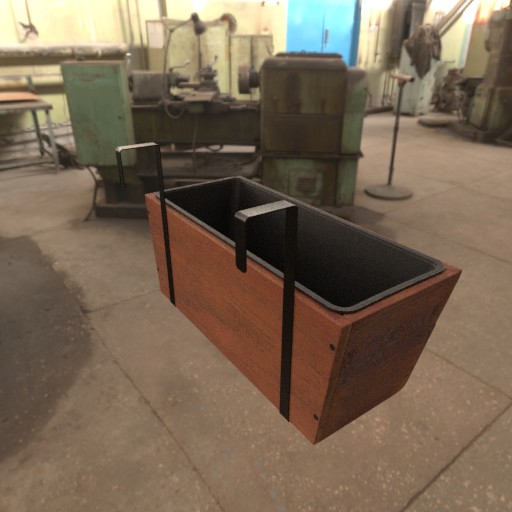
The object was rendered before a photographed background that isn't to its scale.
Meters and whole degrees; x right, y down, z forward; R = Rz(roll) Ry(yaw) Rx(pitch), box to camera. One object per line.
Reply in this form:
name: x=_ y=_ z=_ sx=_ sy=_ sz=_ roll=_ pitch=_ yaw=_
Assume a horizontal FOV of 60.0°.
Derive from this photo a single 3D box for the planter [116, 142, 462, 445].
planter: x=0.000 y=0.000 z=0.651 sx=0.262 sy=0.289 sz=0.480 roll=-17 pitch=31 yaw=-31
